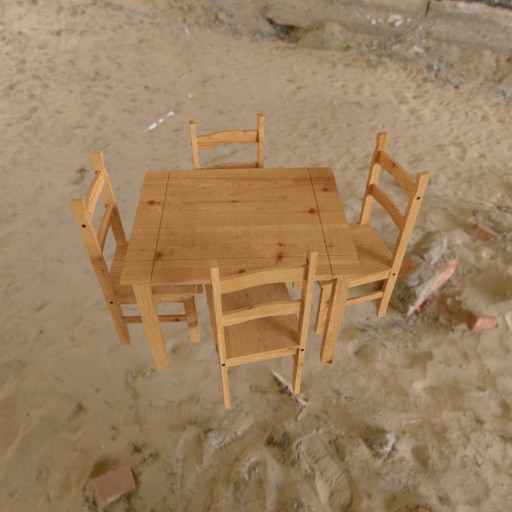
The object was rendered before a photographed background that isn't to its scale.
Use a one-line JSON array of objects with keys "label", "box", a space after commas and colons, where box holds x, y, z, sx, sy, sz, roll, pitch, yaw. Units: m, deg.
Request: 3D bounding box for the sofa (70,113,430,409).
[{"label": "sofa", "box": [0.000, 0.000, 2.272, 1.529, 1.000, 1.144, -2, 45, -2]}]
